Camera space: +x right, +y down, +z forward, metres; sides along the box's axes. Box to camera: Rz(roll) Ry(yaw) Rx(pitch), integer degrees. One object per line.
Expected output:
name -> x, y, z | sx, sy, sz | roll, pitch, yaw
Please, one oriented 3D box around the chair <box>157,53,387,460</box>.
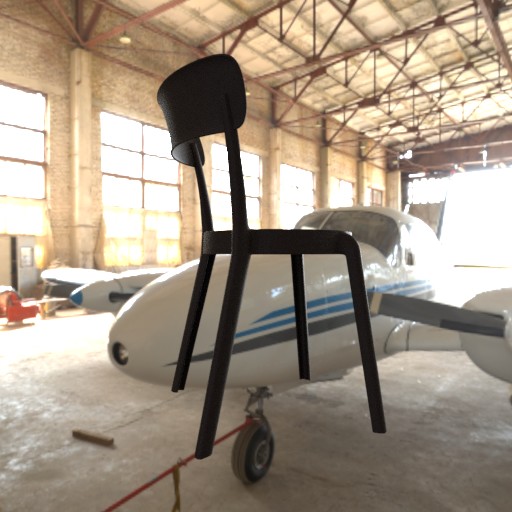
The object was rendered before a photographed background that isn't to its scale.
chair -> 0.000, 0.000, 1.131 | 0.491, 0.790, 0.506 | 0, 1, -17
